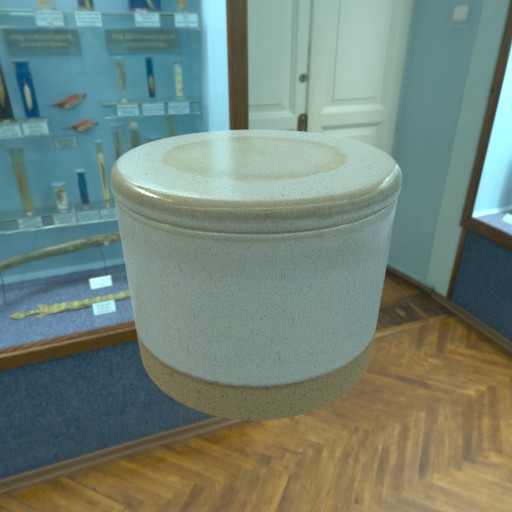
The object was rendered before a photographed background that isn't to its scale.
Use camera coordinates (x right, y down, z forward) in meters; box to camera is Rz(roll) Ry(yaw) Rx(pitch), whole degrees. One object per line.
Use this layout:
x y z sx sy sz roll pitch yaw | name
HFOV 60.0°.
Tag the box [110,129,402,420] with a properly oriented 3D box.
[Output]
0.000 0.000 0.268 0.154 0.123 0.154 0 27 0 | box
